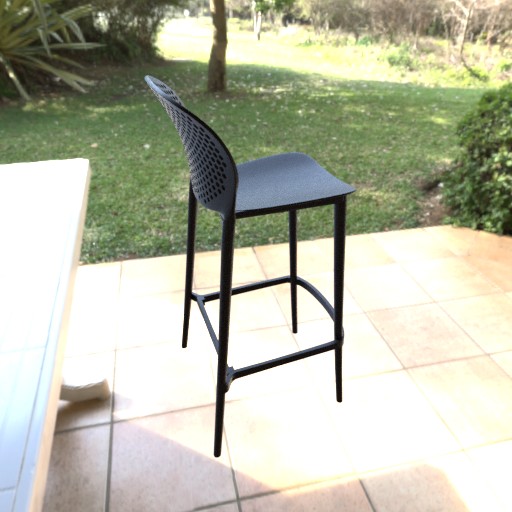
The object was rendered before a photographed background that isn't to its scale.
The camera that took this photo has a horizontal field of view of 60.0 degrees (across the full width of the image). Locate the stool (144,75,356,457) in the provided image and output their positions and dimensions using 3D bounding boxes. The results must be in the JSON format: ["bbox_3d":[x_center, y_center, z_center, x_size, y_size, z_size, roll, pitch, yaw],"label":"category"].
[{"bbox_3d":[0.000,0.000,1.363,0.535,1.045,0.536,-10,32,-16],"label":"stool"}]
